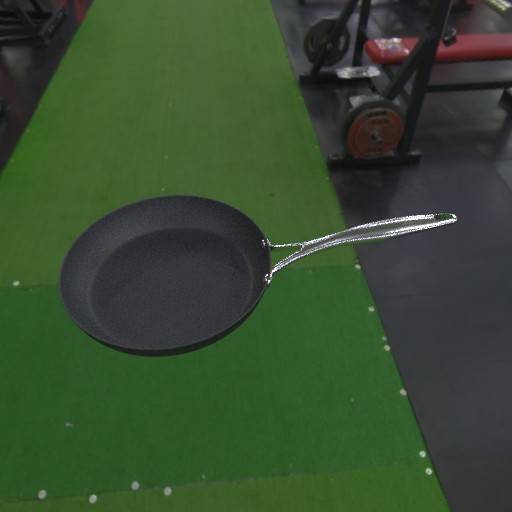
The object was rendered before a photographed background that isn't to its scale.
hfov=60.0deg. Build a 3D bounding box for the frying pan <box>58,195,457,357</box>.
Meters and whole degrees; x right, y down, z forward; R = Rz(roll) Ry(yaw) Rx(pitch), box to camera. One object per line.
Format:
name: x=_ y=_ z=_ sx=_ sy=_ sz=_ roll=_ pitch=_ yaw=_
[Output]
frying pan: x=0.000 y=0.000 z=0.545 sx=0.472 sy=0.105 sz=0.255 roll=-2 pitch=46 yaw=-2
